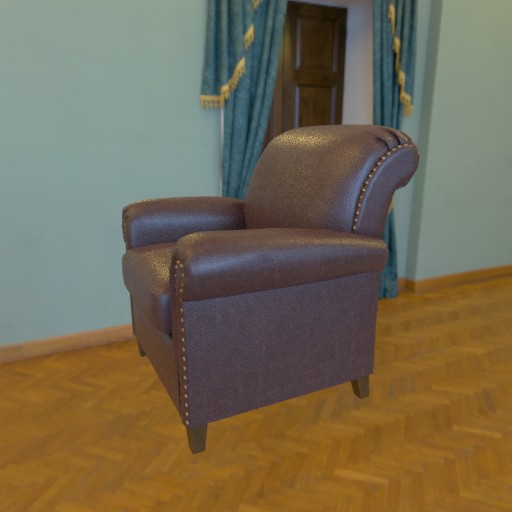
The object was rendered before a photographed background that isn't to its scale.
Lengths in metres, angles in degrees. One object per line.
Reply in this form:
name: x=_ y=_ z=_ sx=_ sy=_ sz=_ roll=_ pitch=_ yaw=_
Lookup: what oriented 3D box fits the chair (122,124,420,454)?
chair: x=0.000 y=0.000 z=1.623 sx=0.890 sy=0.927 sz=0.854 roll=-7 pitch=16 yaw=-26
